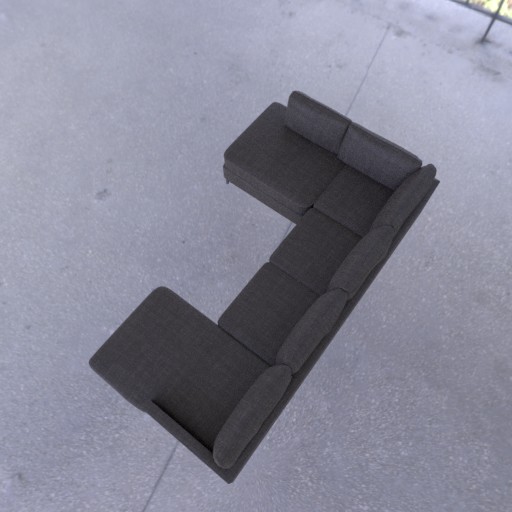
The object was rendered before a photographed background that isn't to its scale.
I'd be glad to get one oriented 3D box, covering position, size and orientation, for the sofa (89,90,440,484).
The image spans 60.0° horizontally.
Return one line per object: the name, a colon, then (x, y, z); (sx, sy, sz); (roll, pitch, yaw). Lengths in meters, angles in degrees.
sofa: (0.000, 0.000, 4.266); (2.048, 0.999, 3.423); (34, 69, 15)
